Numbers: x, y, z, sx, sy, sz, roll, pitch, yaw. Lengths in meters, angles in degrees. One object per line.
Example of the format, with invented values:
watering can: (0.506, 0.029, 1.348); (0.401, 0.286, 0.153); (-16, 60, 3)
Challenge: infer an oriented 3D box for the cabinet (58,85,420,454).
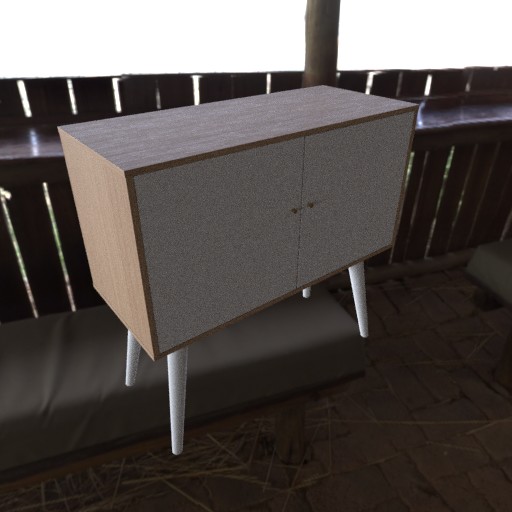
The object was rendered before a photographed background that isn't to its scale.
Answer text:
cabinet: (0.000, 0.000, 1.632); (1.057, 1.016, 0.470); (-22, 37, -32)
